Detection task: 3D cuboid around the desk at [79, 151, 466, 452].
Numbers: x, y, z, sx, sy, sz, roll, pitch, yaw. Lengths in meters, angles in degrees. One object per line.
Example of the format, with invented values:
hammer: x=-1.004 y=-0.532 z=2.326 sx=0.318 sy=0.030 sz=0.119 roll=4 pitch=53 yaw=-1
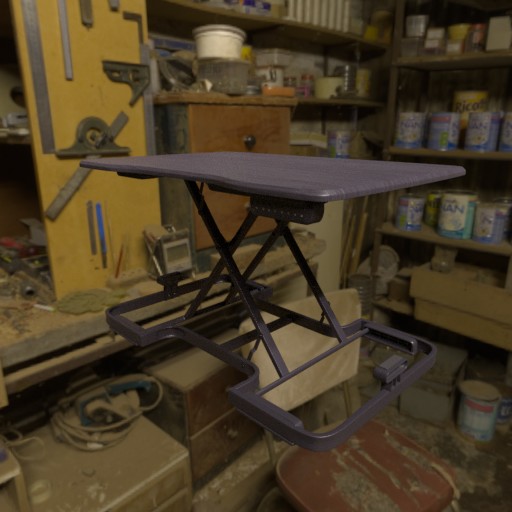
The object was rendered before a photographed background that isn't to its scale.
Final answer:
desk: x=0.000 y=0.000 z=1.138 sx=0.820 sy=0.470 sz=0.546 roll=16 pitch=23 yaw=43
